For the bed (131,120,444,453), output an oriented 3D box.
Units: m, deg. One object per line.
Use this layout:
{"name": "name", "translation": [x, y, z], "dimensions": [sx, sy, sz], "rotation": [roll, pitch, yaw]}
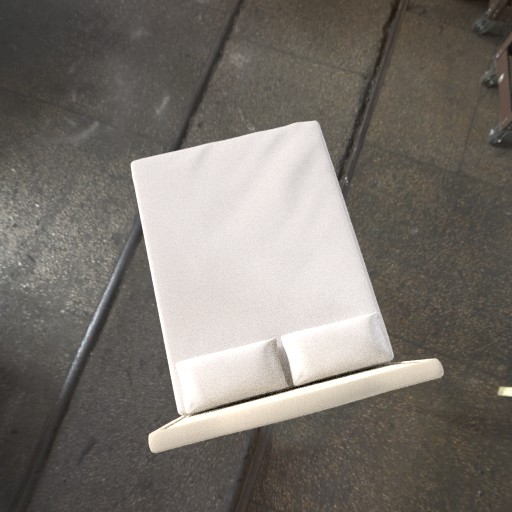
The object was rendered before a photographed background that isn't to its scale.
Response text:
{"name": "bed", "translation": [0.000, 0.000, 3.308], "dimensions": [1.741, 1.449, 2.196], "rotation": [-14, 75, -4]}
